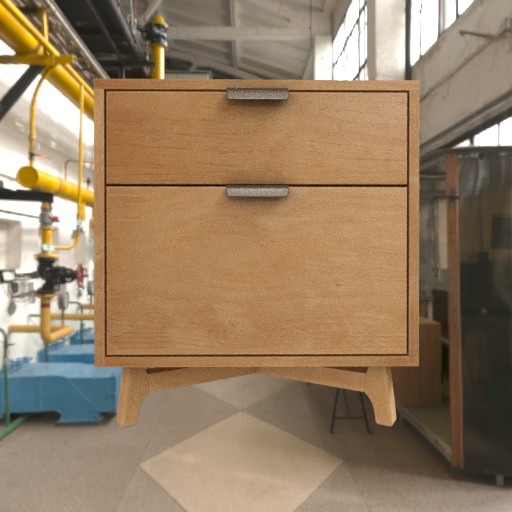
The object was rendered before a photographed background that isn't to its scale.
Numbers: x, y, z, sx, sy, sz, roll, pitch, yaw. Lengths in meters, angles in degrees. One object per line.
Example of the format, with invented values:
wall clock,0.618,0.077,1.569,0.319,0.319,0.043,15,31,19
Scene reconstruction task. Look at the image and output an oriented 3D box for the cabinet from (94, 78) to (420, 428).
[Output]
cabinet,0.000,0.000,0.927,0.551,0.599,0.394,0,0,-1
